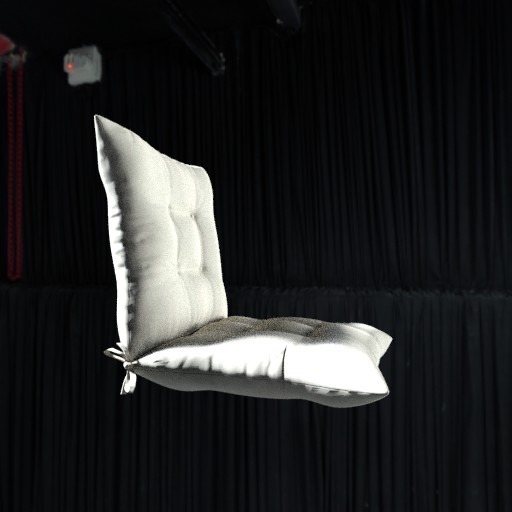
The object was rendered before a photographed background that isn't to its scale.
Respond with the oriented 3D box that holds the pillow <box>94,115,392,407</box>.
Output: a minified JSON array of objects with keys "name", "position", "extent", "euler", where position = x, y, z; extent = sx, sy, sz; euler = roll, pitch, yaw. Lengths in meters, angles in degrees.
[{"name":"pillow","position":[0.000,0.000,1.001],"extent":[0.585,0.536,0.541],"euler":[0,-1,17]}]
